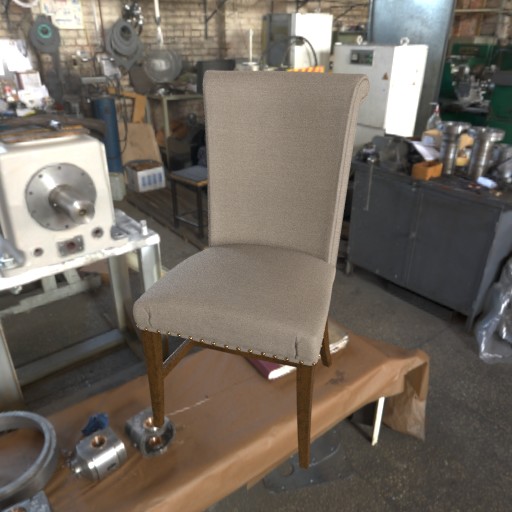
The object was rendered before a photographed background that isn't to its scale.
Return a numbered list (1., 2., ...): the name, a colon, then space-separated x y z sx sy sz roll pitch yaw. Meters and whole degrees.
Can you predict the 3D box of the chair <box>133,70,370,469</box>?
1. chair: 0.000 0.000 1.322 0.513 0.988 0.608 8 27 16
